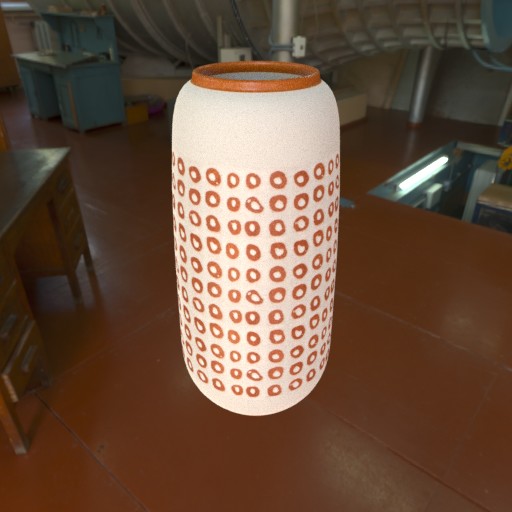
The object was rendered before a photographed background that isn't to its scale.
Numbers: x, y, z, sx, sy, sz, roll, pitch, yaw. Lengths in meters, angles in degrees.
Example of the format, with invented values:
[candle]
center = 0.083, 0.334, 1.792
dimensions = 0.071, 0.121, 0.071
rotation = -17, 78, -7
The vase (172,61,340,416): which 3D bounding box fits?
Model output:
[vase]
center = 0.000, 0.000, 0.359
dimensions = 0.133, 0.282, 0.133
rotation = 0, 31, 0
